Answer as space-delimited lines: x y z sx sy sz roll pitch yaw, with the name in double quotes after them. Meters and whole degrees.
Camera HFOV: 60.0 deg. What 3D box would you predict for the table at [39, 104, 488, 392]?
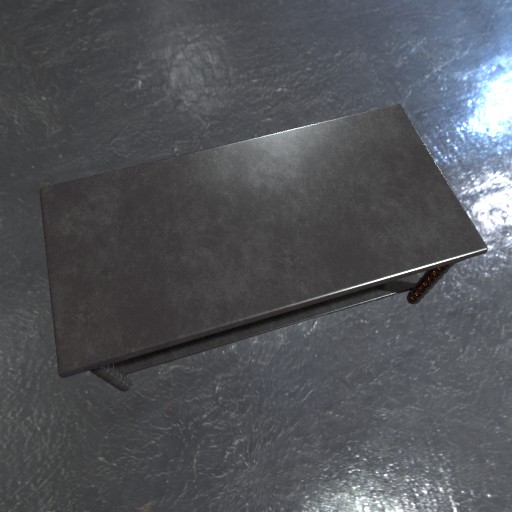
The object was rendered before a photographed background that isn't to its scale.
0.000 0.000 1.478 1.171 0.487 0.580 -15 64 -7 "table"
